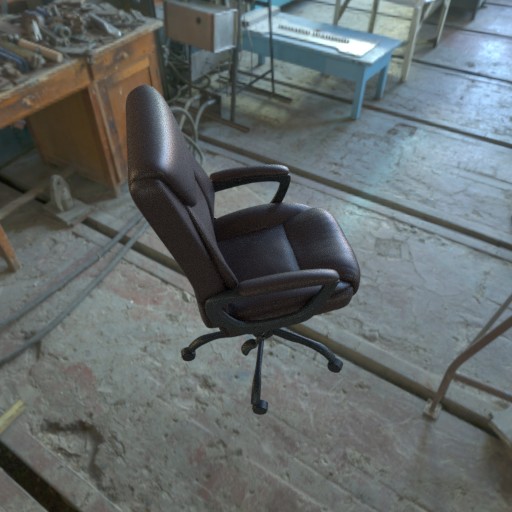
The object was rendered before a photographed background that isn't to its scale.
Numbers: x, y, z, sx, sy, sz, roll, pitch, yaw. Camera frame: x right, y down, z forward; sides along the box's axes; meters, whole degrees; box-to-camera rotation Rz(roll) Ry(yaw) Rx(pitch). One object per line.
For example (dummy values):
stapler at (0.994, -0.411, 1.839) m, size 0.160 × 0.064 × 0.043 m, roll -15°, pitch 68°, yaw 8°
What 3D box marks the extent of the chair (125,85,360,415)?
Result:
chair at (0.000, 0.000, 1.484) m, size 0.655 × 1.072 × 0.615 m, roll -9°, pitch 46°, yaw -9°
